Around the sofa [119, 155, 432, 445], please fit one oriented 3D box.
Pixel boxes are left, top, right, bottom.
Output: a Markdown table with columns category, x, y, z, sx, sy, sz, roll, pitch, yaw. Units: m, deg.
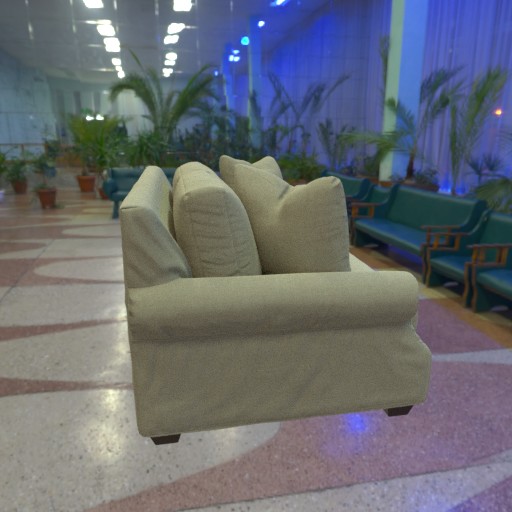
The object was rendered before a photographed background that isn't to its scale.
| category | x | y | z | sx | sy | sz | roll | pitch | yaw |
| --- | --- | --- | --- | --- | --- | --- | --- | --- | --- |
| sofa | 0.000 | 0.000 | 2.103 | 1.070 | 0.905 | 1.550 | -3 | 16 | -10 |
